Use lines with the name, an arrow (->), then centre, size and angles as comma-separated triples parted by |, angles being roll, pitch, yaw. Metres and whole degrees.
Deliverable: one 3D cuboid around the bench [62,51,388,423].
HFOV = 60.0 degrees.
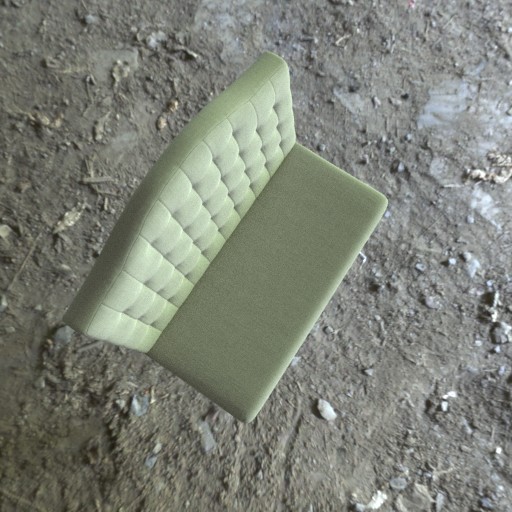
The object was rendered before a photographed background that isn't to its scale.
bench -> 0.000, 0.000, 2.066 | 0.815, 1.180, 1.335 | 33, 79, 7
